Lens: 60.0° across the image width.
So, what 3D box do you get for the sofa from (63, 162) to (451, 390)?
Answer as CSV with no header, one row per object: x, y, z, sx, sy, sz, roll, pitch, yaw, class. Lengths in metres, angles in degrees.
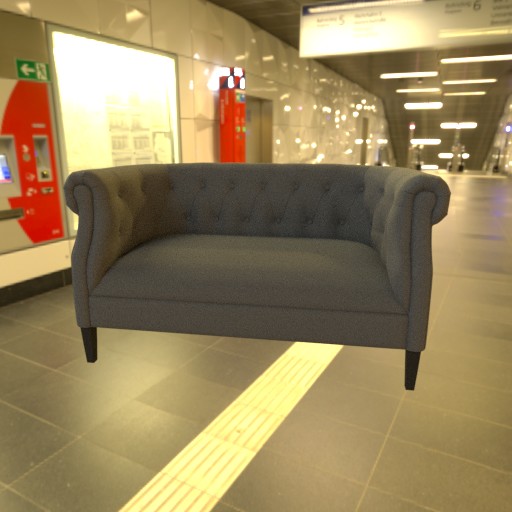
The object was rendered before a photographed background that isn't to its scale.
0.000,0.000,2.089,1.558,0.827,0.835,2,15,9,sofa
